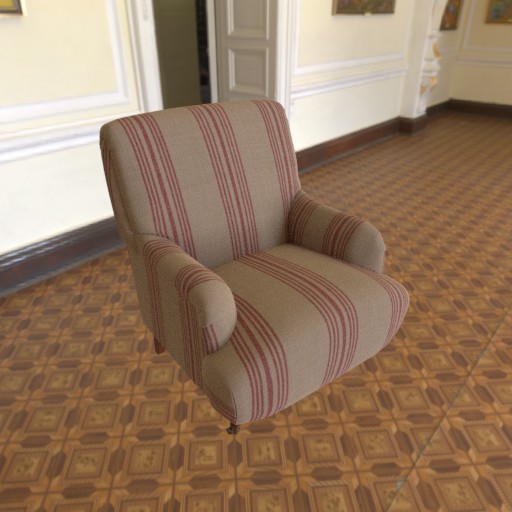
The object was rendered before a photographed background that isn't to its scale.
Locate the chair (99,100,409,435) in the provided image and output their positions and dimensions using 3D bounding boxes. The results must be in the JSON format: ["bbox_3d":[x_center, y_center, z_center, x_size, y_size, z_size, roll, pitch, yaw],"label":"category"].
[{"bbox_3d":[0.000,0.000,1.888,0.933,1.123,1.058,-19,34,-31],"label":"chair"}]
